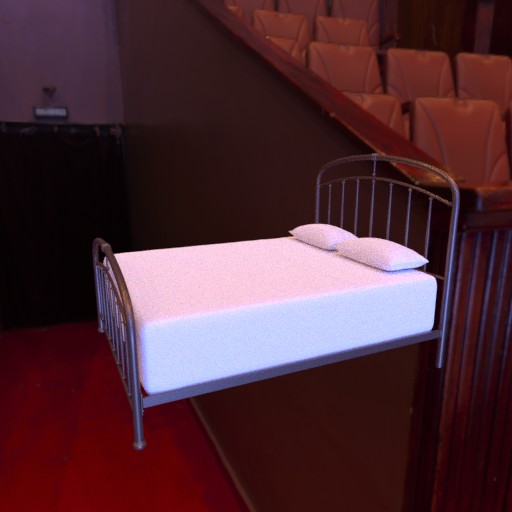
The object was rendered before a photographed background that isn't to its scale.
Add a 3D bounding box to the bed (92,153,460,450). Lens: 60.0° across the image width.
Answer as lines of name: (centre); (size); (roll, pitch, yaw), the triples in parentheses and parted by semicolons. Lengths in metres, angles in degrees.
bed: (0.000, 0.000, 3.282); (2.168, 1.475, 1.711); (-6, 15, -24)
